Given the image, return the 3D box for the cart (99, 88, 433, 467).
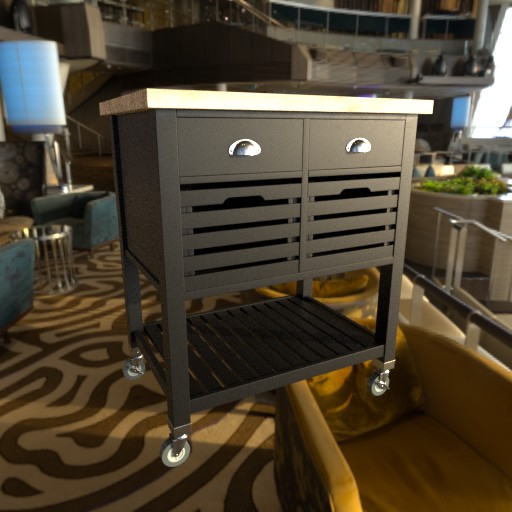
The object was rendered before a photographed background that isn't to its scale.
[{"bbox_3d":[0.000,0.000,1.399,0.797,0.920,0.567,-8,18,-26],"label":"cart"}]
